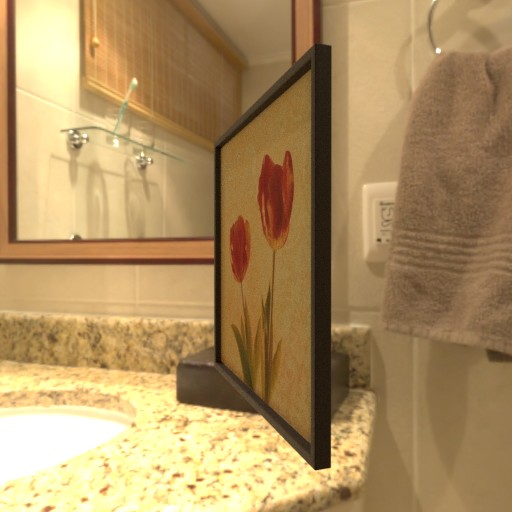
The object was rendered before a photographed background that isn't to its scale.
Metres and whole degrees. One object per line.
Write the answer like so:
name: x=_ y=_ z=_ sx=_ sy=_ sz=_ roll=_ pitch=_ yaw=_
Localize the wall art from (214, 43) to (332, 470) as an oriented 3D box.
wall art: x=0.000 y=0.000 z=1.221 sx=0.043 sy=0.807 sz=0.805 roll=0 pitch=0 yaw=-19
